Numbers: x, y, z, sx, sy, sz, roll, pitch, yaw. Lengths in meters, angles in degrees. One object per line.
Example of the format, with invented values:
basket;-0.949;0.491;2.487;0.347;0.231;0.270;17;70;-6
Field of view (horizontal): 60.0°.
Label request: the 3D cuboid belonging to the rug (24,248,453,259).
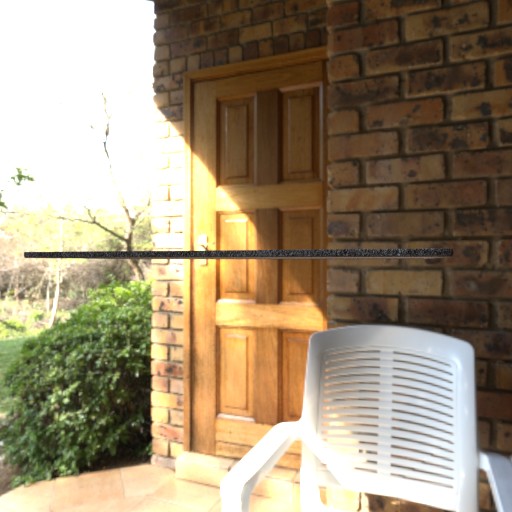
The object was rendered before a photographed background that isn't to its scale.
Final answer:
rug;0.000;0.000;2.123;1.601;0.025;1.198;0;-1;17
